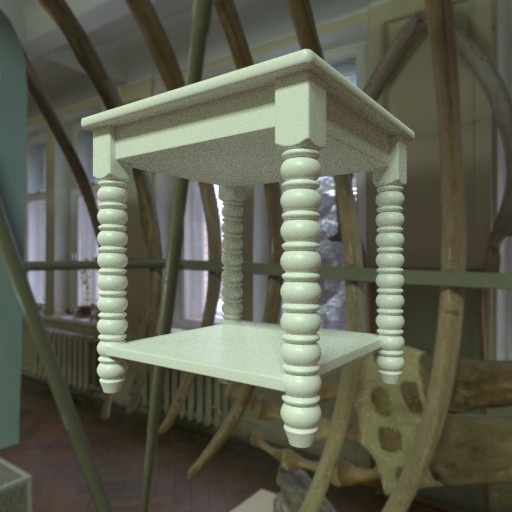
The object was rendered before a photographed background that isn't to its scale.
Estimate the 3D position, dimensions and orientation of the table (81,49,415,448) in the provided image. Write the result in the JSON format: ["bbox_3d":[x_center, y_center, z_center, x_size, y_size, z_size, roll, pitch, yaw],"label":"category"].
[{"bbox_3d":[0.000,0.000,0.955,0.533,0.563,0.500,0,0,35],"label":"table"}]
